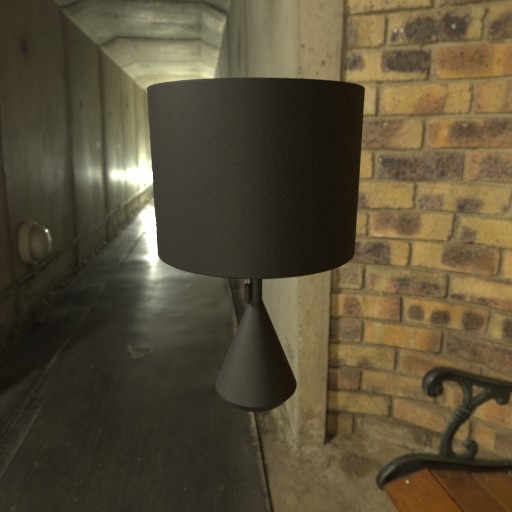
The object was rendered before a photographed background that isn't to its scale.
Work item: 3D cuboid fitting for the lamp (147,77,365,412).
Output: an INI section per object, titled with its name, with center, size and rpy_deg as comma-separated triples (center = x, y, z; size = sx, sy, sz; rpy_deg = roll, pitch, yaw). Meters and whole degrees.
[lamp]
center = 0.000, 0.000, 0.828
size = 0.359, 0.584, 0.359
rpy_deg = -15, 22, -42
